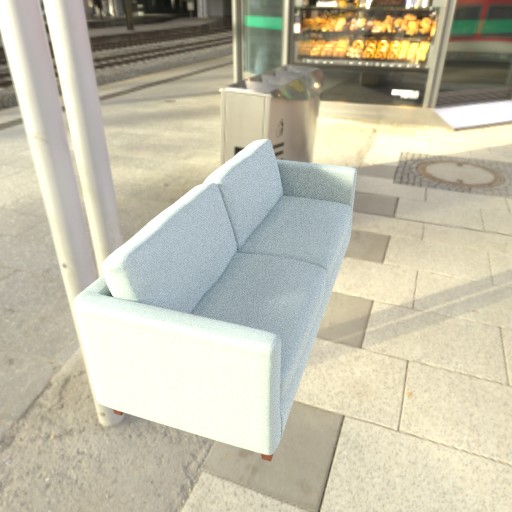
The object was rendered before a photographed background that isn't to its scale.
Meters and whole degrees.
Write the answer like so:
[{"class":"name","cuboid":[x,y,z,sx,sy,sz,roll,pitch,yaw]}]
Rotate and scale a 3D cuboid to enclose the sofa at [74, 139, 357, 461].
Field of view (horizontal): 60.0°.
[{"class":"sofa","cuboid":[0.000,0.000,2.790,0.951,0.965,2.208,10,31,16]}]
